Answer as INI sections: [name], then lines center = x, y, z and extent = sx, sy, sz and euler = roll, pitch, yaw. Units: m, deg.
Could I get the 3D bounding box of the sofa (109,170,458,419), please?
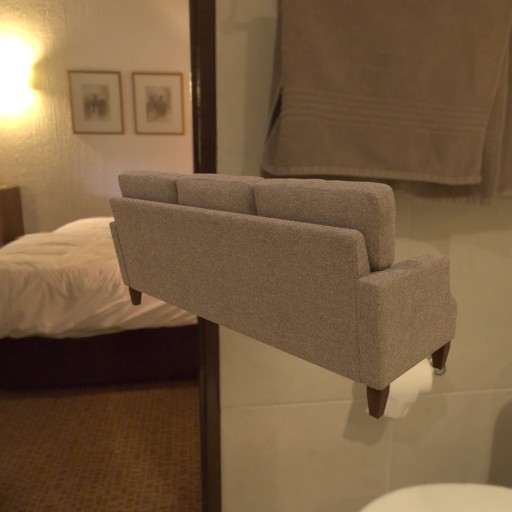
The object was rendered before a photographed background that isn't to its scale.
[sofa]
center = 0.000, 0.000, 2.666
extent = 0.888, 0.984, 2.115
euler = -13, 18, -43
